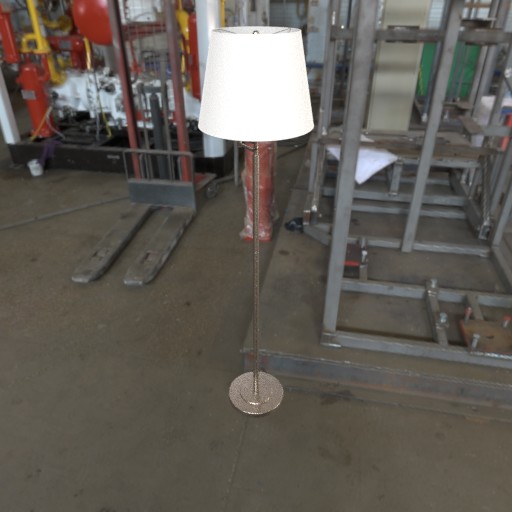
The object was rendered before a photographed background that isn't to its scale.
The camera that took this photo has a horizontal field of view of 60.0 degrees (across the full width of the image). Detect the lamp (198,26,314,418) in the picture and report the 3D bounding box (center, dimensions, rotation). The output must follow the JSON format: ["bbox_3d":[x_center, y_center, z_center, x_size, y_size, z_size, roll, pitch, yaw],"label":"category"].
[{"bbox_3d":[0.000,0.000,1.617,0.355,1.473,0.355,0,31,0],"label":"lamp"}]
